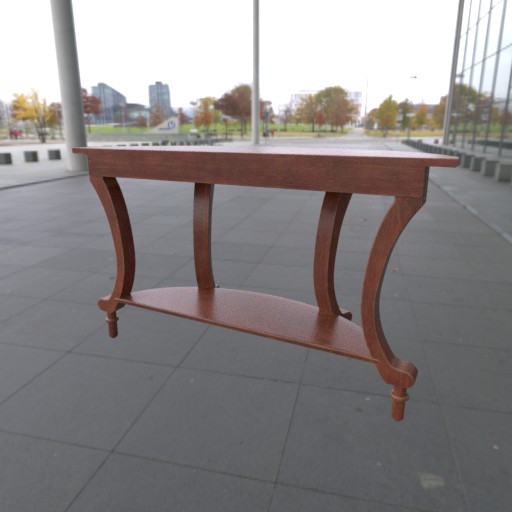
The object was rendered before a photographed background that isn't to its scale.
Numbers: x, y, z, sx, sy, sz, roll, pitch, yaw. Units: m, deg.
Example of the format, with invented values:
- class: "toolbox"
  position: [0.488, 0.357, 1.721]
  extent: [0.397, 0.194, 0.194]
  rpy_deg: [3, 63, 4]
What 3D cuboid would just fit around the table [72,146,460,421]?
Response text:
- class: "table"
  position: [0.000, 0.000, 1.489]
  extent: [1.198, 0.699, 0.394]
  rpy_deg: [8, 18, 27]
